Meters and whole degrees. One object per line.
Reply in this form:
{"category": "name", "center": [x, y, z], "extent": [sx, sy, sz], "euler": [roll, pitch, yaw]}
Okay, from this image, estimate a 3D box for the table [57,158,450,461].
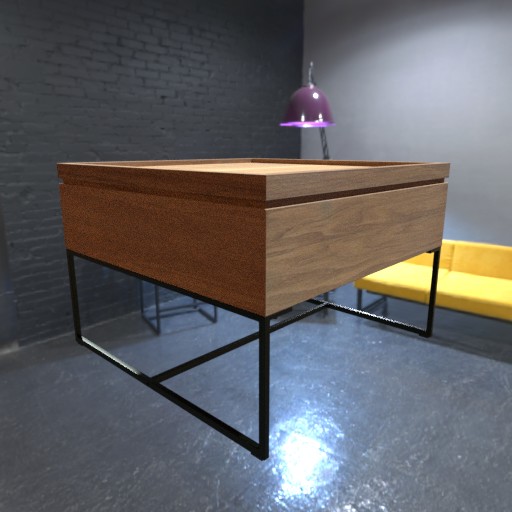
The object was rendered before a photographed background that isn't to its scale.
{"category": "table", "center": [0.000, 0.000, 1.130], "extent": [0.676, 0.464, 0.679], "euler": [13, 19, 42]}
